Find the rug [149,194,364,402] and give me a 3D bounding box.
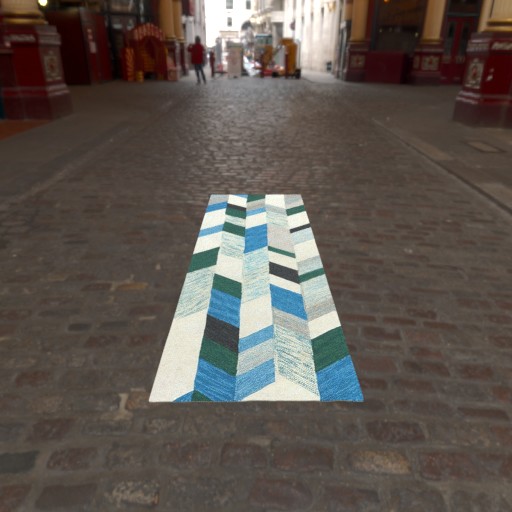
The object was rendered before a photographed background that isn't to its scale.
[{"bbox_3d":[0.000,0.000,2.684,0.774,0.008,2.437,0,25,0],"label":"rug"}]
